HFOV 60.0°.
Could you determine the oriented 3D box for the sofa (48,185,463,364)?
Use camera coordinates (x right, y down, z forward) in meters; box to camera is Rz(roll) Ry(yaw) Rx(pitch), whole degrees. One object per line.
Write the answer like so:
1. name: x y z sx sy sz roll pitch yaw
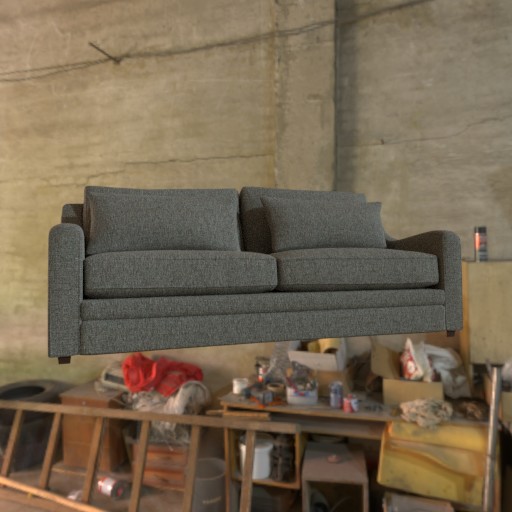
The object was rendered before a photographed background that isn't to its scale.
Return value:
1. sofa: 0.000 0.000 2.880 2.418 0.998 1.103 0 1 -18
